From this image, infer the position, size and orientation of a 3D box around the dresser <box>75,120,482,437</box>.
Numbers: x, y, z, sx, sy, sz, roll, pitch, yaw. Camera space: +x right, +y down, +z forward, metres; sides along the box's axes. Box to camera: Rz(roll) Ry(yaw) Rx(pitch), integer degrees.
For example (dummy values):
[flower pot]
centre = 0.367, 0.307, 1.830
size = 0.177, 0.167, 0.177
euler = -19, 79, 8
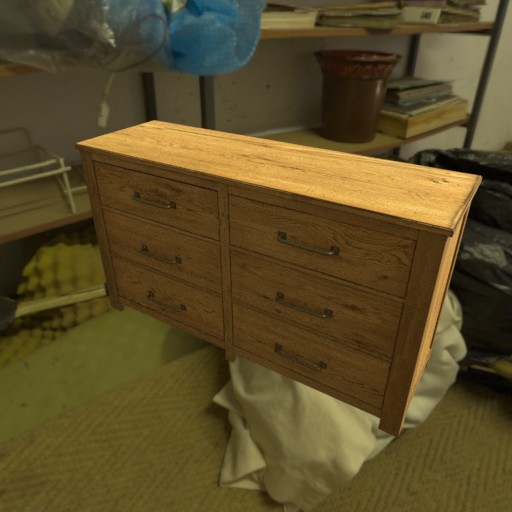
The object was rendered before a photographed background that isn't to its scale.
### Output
[dresser]
centre = 0.000, 0.000, 2.074
size = 1.657, 0.932, 0.563
euler = 17, 35, 27
